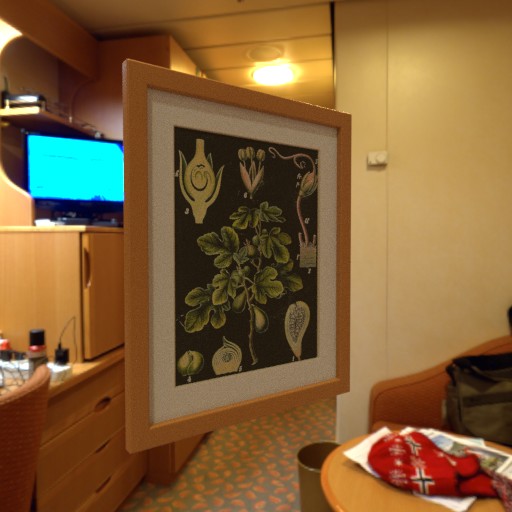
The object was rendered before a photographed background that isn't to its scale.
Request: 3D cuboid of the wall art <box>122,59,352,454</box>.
[{"bbox_3d":[0.000,0.000,0.519,0.310,0.379,0.015,-1,2,-36],"label":"wall art"}]
